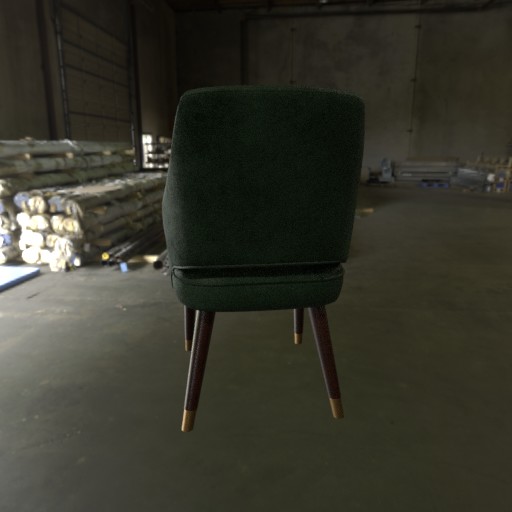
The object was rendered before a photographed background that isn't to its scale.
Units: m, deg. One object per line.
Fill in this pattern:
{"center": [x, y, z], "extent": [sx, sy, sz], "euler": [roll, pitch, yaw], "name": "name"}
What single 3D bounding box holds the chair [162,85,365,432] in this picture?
{"center": [0.000, 0.000, 1.620], "extent": [0.683, 1.081, 0.794], "euler": [-2, 14, -8], "name": "chair"}
